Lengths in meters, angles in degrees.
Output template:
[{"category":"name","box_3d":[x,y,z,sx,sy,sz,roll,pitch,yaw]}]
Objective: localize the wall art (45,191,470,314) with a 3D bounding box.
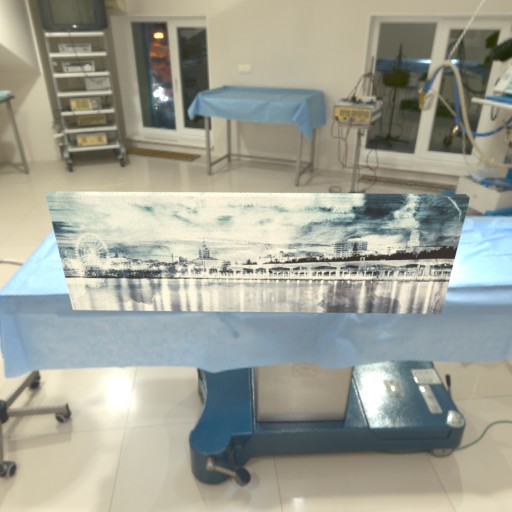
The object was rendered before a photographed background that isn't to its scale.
[{"category":"wall art","box_3d":[0.000,0.000,1.726,1.524,0.509,0.037,1,29,1]}]
